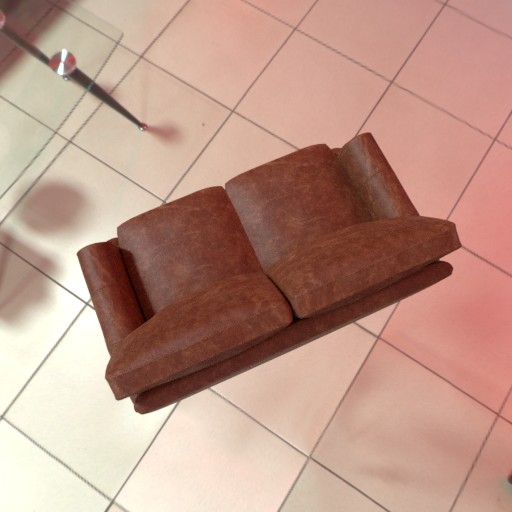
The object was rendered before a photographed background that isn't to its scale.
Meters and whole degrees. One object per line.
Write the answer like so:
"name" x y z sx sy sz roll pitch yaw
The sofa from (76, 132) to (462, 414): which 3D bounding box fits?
"sofa" 0.000 0.000 2.232 1.616 0.967 0.990 -23 77 -6
